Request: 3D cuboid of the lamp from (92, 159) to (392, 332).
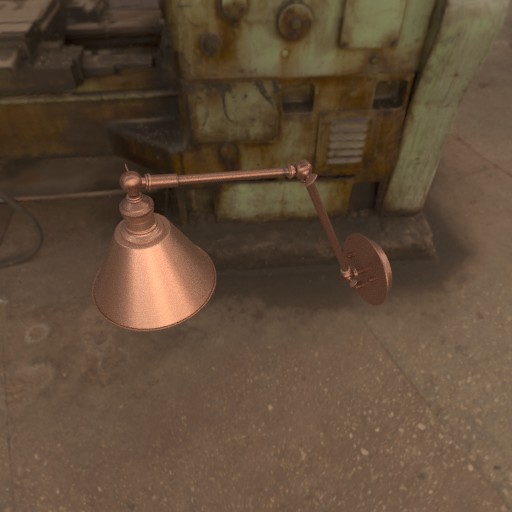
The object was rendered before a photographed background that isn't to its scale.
[{"bbox_3d":[0.000,0.000,0.879,0.624,0.502,0.223,-17,48,-16],"label":"lamp"}]
